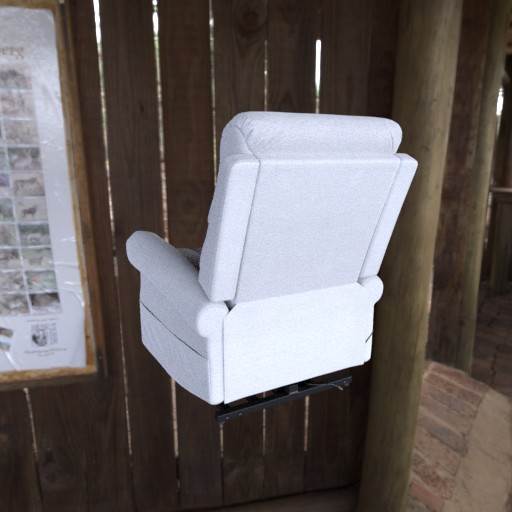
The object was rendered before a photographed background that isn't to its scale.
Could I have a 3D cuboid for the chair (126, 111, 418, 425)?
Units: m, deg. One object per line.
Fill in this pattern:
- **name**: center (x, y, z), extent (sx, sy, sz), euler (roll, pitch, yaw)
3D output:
- **chair**: center (0.000, 0.000, 1.778), extent (0.871, 1.031, 0.979), euler (-7, 15, -28)
